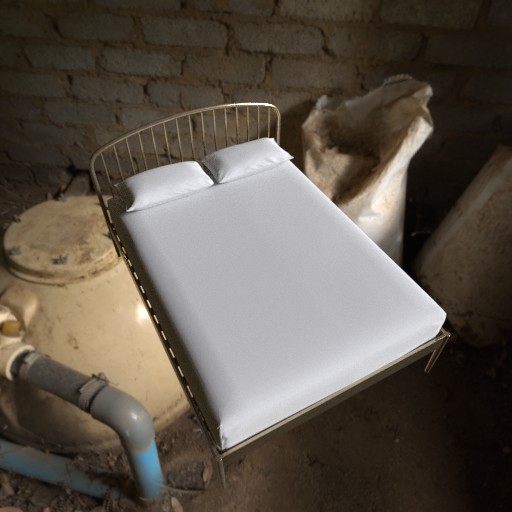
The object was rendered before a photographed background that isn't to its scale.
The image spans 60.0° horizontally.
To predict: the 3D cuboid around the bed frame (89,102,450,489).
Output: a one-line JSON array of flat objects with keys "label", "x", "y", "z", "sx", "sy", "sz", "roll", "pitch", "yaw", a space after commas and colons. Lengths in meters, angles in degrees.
[{"label": "bed frame", "x": 0.000, "y": 0.000, "z": 3.069, "sx": 1.612, "sy": 1.175, "sz": 2.152, "roll": -21, "pitch": 50, "yaw": -19}]
